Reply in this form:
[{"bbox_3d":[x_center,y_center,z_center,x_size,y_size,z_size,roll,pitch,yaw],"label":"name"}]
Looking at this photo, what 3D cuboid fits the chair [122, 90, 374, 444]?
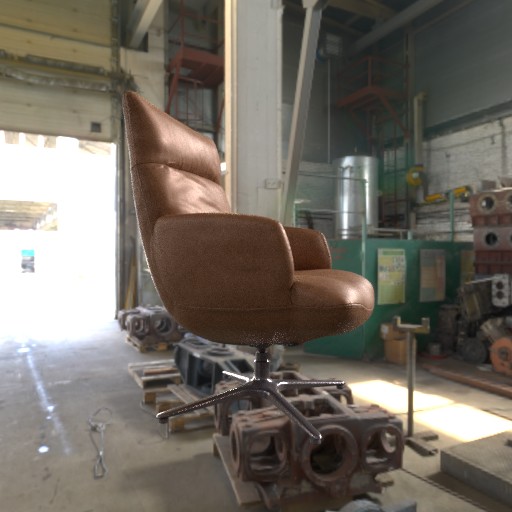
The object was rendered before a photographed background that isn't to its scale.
[{"bbox_3d":[0.000,0.000,1.550,0.794,1.027,0.711,0,0,18],"label":"chair"}]
